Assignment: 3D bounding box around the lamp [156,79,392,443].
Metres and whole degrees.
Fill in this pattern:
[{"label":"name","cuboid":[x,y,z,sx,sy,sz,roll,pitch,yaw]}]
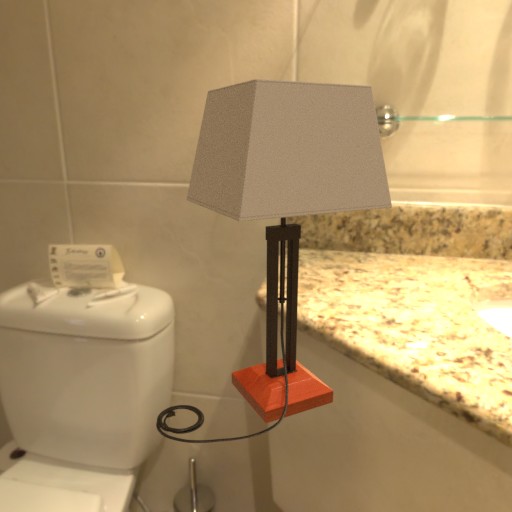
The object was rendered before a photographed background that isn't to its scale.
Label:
[{"label":"lamp","cuboid":[0.000,0.000,1.003,0.498,0.737,0.310,-7,17,-25]}]
